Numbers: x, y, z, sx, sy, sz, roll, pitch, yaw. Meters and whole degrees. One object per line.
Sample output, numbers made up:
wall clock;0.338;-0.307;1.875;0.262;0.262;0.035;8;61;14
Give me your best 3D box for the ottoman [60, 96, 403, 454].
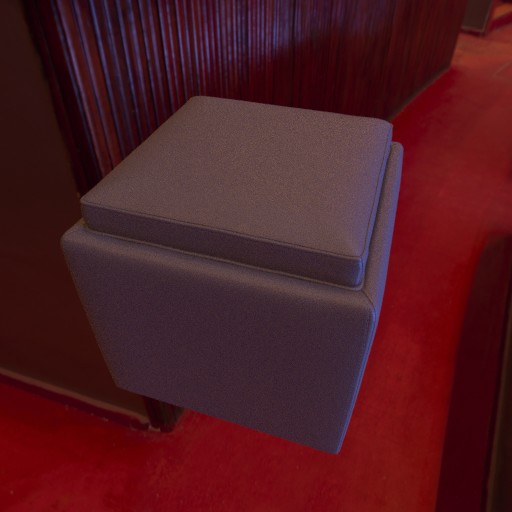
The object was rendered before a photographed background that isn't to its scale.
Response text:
ottoman;0.000;0.000;0.817;0.451;0.460;0.450;12;43;13
